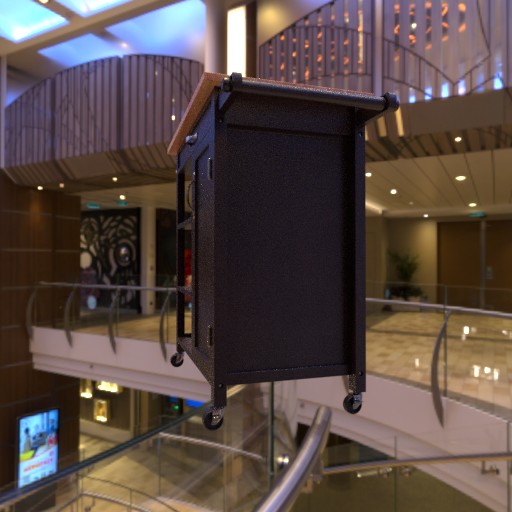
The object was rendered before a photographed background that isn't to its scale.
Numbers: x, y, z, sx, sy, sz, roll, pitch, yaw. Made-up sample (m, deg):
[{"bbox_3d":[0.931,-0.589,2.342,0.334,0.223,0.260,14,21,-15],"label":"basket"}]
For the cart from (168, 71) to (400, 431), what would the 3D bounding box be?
[{"bbox_3d":[0.000,0.000,1.448,0.472,0.878,0.914,0,-1,-18],"label":"cart"}]
